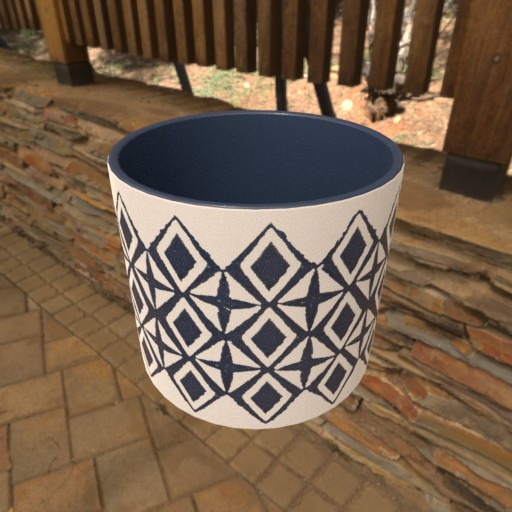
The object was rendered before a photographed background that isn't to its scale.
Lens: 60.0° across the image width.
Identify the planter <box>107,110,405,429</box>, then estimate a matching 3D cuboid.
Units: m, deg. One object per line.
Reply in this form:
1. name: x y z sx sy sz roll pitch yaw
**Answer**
1. planter: 0.000 0.000 0.398 0.224 0.203 0.224 0 32 0
